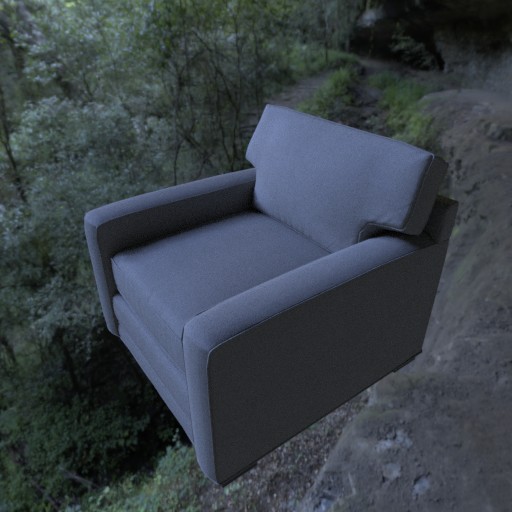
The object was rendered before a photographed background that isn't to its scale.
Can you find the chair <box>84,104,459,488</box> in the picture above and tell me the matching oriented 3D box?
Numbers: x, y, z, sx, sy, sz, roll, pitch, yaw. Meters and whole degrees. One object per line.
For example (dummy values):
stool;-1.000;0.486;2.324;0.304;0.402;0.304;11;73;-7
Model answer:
chair;0.000;0.000;1.757;1.044;0.934;0.999;-20;37;-30
